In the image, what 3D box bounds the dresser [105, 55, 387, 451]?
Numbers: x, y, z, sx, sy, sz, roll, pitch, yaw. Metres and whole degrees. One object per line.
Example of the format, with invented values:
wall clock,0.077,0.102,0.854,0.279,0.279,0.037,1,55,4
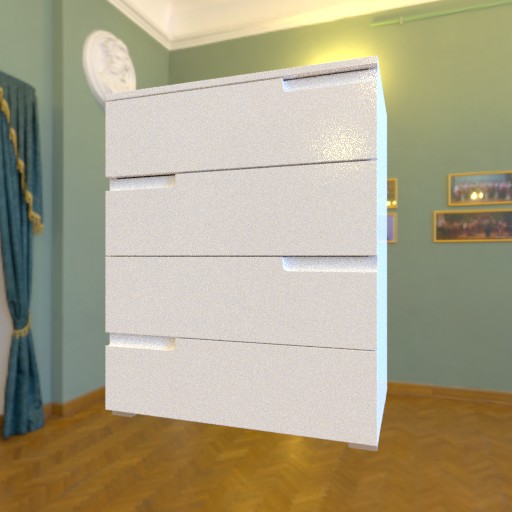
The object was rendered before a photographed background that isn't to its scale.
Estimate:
dresser,0.000,0.000,1.179,0.650,0.800,0.400,0,0,19
